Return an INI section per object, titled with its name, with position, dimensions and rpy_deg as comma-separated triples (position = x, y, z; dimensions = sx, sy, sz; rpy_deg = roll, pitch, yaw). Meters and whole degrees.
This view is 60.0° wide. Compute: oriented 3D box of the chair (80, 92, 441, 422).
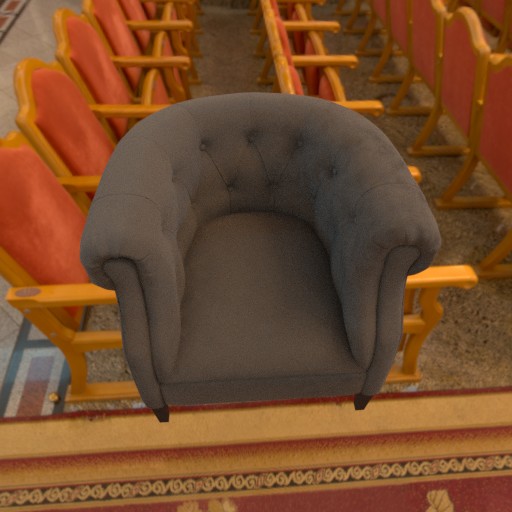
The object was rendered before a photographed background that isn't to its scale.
[chair]
position = 0.000, 0.000, 1.521
dimensions = 0.904, 0.826, 0.851
rpy_deg = -3, 47, -2
